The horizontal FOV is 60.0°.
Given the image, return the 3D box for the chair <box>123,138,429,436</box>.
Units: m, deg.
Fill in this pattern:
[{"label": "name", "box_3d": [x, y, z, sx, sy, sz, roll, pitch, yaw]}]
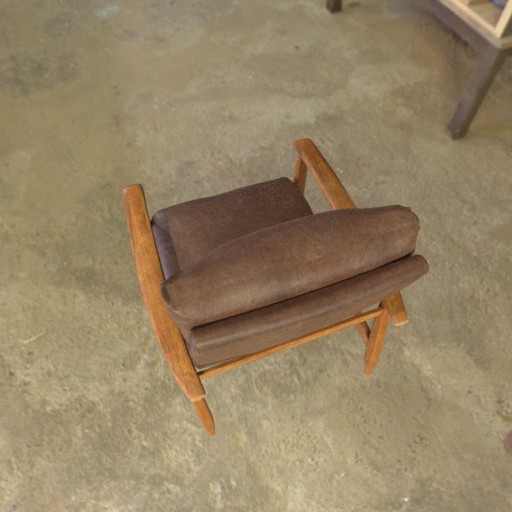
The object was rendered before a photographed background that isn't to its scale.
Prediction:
[{"label": "chair", "box_3d": [0.000, 0.000, 1.508, 0.782, 0.897, 0.830, -17, 60, -11]}]
